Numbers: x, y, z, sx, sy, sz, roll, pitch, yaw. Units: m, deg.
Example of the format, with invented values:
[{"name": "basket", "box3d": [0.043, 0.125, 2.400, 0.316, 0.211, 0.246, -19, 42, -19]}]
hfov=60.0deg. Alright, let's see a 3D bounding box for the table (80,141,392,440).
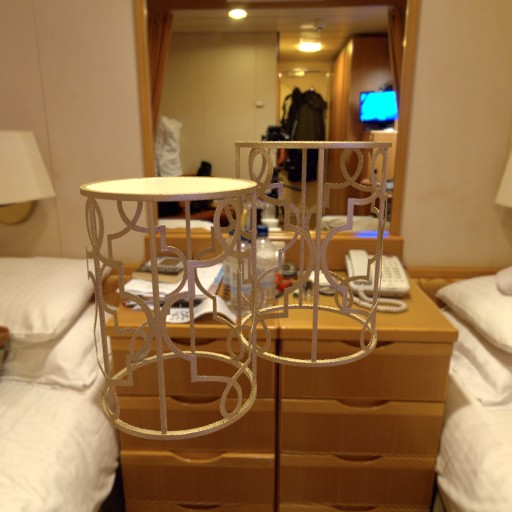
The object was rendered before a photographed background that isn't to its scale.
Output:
[{"name": "table", "box3d": [0.000, 0.000, 1.136, 0.846, 0.564, 0.420, -14, 20, -42]}]
